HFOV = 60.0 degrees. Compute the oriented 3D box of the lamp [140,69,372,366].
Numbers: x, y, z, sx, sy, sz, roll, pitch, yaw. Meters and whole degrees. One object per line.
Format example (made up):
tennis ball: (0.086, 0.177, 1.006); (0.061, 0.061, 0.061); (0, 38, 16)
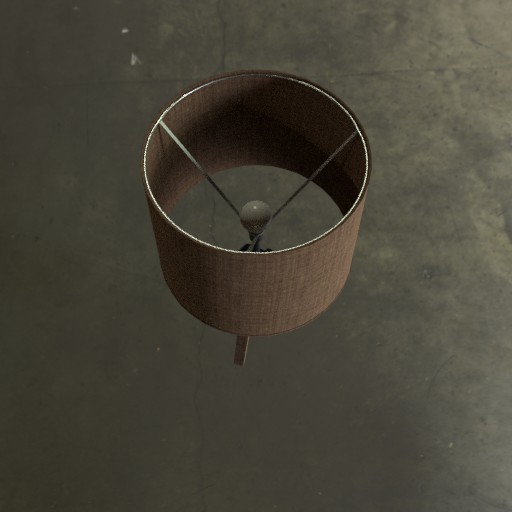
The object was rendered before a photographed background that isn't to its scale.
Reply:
lamp: (0.000, 0.000, 0.708); (0.290, 0.514, 0.290); (0, 64, 0)
